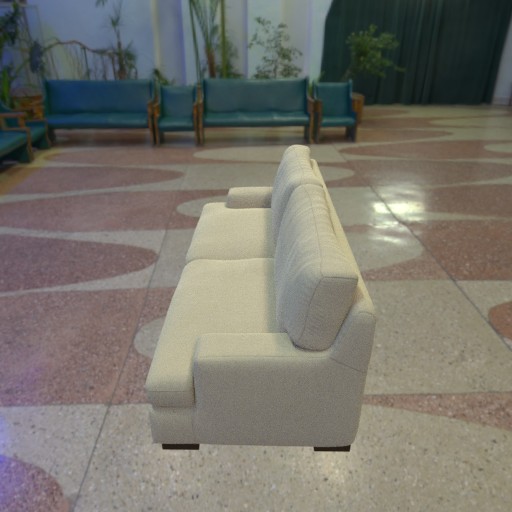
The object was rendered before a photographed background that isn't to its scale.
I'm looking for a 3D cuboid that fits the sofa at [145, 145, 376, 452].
[{"bbox_3d":[0.000,0.000,2.714,0.929,0.925,2.147,0,27,1],"label":"sofa"}]
